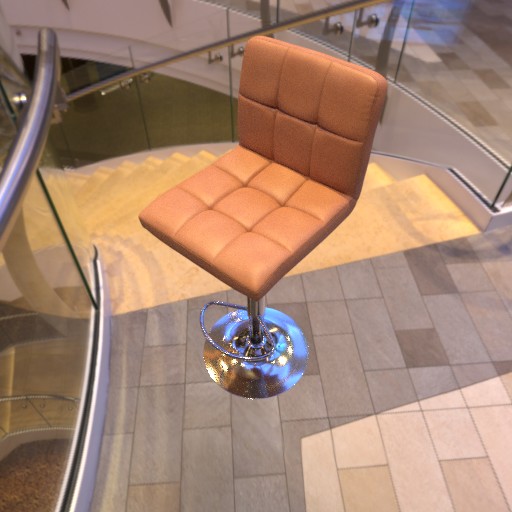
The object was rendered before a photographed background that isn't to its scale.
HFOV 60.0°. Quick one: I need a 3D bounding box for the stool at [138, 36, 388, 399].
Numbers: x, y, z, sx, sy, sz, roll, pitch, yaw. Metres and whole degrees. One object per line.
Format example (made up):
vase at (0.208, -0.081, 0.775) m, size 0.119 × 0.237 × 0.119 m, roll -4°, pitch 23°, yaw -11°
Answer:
stool at (0.000, 0.000, 1.389) m, size 0.430 × 1.115 × 0.505 m, roll 31°, pitch 54°, yaw 26°
